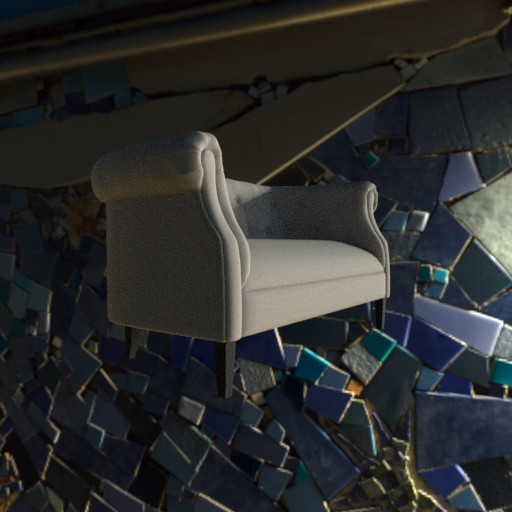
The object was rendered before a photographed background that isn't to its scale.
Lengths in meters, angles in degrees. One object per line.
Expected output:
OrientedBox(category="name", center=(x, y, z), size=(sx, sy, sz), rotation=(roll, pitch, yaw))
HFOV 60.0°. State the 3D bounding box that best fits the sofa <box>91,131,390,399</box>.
OrientedBox(category="sofa", center=(0.000, 0.000, 2.113), size=(0.835, 0.827, 1.558), rotation=(1, 2, 36))
